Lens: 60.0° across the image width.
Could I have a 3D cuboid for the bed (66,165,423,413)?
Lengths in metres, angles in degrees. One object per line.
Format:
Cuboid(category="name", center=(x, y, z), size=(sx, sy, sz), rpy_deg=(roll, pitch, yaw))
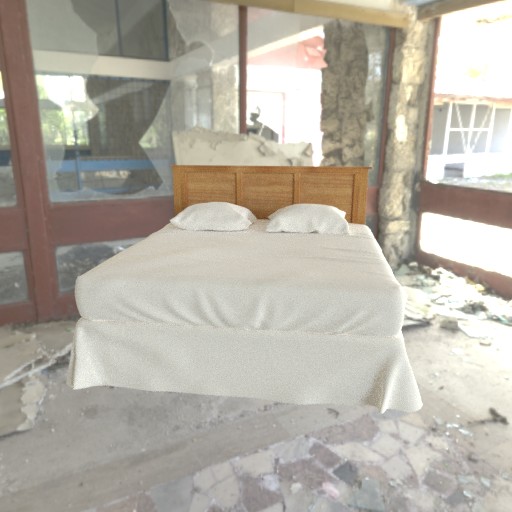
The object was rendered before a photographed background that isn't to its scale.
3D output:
Cuboid(category="bed", center=(0.000, 0.000, 3.530), size=(2.317, 1.270, 2.215), rpy_deg=(2, 15, 8))
